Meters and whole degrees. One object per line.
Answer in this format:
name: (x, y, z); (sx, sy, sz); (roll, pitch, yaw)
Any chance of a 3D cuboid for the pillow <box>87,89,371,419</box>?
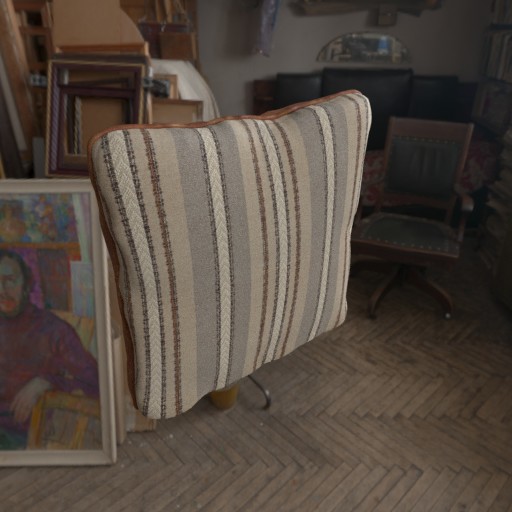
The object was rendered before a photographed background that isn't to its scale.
pillow: (0.000, 0.000, 0.747); (0.489, 0.490, 0.130); (-20, 36, -31)
